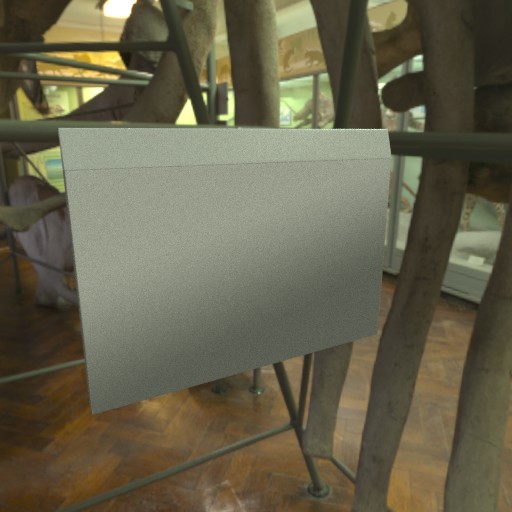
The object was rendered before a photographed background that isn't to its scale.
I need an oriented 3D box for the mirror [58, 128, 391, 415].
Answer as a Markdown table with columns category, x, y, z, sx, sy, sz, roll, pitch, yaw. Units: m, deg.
| category | x | y | z | sx | sy | sz | roll | pitch | yaw |
| --- | --- | --- | --- | --- | --- | --- | --- | --- | --- |
| mirror | 0.000 | 0.000 | 1.142 | 0.870 | 0.630 | 0.030 | -8 | 18 | -28 |
